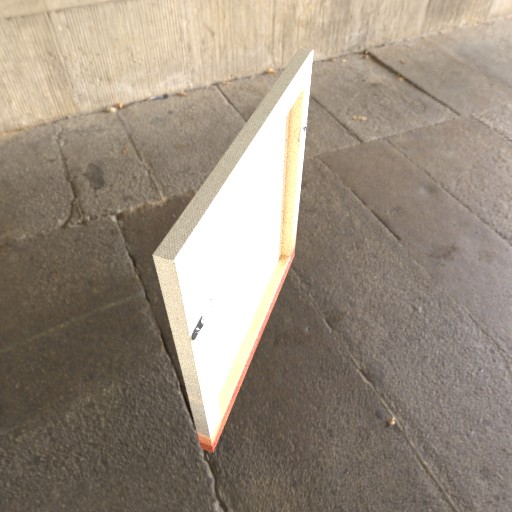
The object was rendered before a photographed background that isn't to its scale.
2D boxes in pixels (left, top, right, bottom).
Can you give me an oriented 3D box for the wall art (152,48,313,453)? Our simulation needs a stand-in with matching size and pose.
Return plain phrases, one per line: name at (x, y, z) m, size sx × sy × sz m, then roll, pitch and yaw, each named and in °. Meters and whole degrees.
wall art at (0.000, 0.000, 1.147) m, size 0.042 × 0.760 × 0.760 m, roll 15°, pitch 49°, yaw 13°
